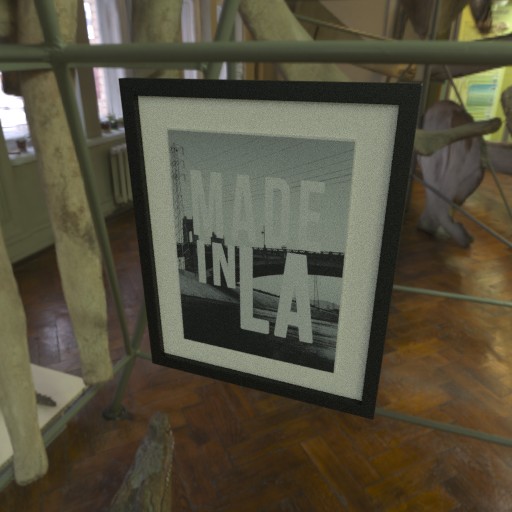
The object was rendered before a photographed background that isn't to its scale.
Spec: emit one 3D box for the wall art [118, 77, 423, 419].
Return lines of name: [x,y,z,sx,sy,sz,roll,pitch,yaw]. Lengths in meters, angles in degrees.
wall art: [0.000,0.000,0.758,0.457,0.559,0.028,9,26,18]
